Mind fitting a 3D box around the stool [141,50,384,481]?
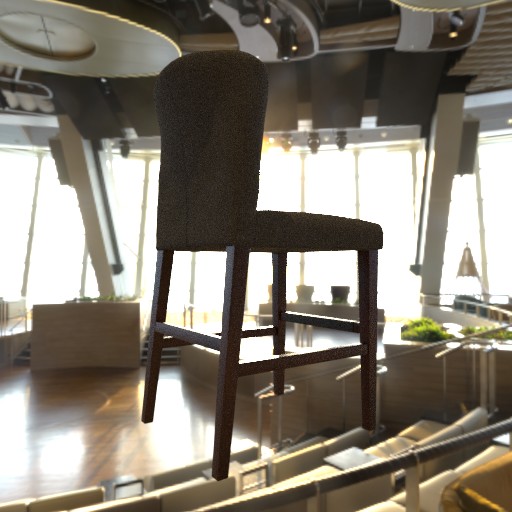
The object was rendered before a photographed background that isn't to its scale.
[{"bbox_3d":[0.000,0.000,1.274,0.568,0.968,0.479,1,-1,-35],"label":"stool"}]
